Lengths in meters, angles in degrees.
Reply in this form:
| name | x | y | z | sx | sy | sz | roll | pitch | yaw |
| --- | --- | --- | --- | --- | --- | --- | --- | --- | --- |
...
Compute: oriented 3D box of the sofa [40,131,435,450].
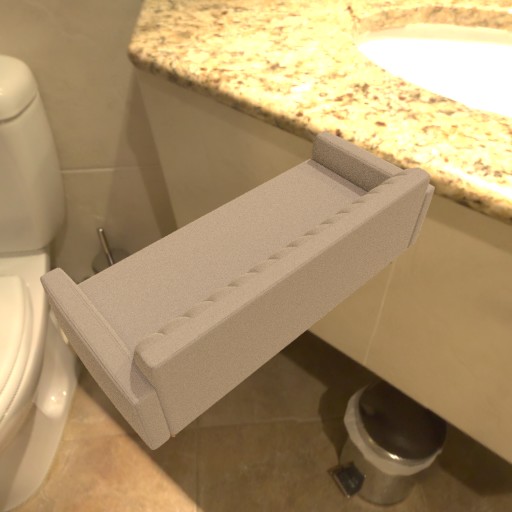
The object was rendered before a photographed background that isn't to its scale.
| name | x | y | z | sx | sy | sz | roll | pitch | yaw |
| --- | --- | --- | --- | --- | --- | --- | --- | --- | --- |
| sofa | 0.000 | 0.000 | 2.750 | 2.291 | 0.821 | 0.990 | -33 | 54 | -28 |
